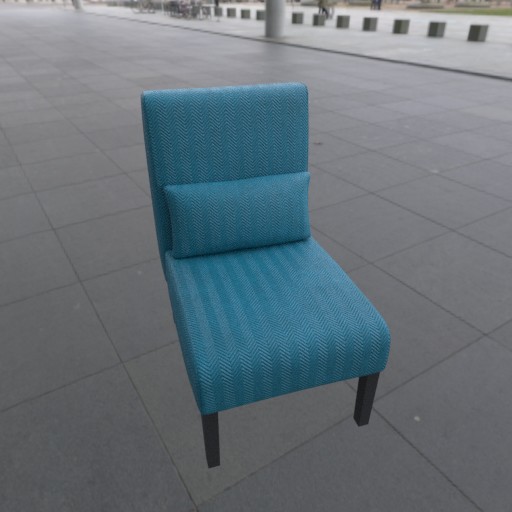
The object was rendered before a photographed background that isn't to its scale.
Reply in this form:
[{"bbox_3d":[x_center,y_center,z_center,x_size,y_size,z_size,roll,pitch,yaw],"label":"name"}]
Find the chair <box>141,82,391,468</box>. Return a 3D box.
[{"bbox_3d":[0.000,0.000,1.439,0.579,0.927,0.808,-9,32,-15],"label":"chair"}]
